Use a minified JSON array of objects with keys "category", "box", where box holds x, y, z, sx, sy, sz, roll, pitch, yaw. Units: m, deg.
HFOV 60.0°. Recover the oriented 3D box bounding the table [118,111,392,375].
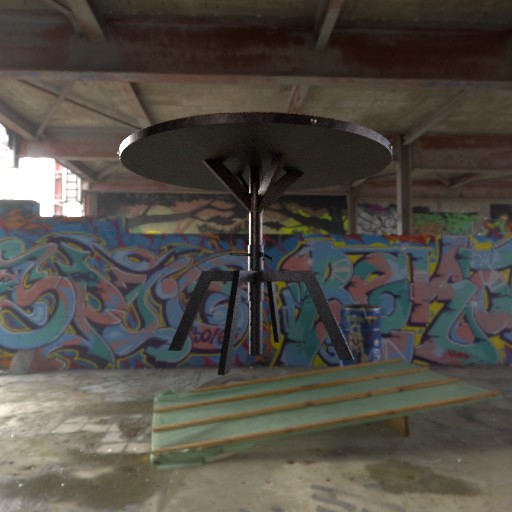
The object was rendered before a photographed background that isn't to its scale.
[{"category":"table","box":[0.000,0.000,1.492,0.885,0.658,0.885,0,-3,0]}]
